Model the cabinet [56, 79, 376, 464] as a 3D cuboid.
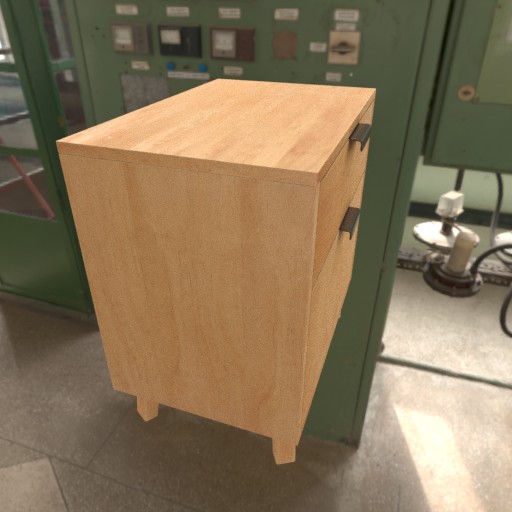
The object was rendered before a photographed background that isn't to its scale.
[{"bbox_3d":[0.000,0.000,0.934,0.394,0.599,0.551,10,32,17],"label":"cabinet"}]
